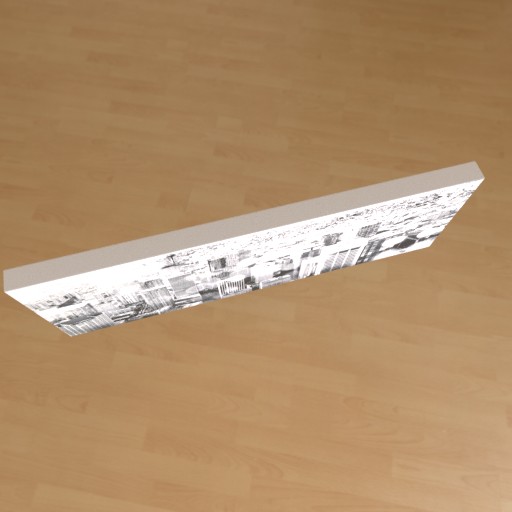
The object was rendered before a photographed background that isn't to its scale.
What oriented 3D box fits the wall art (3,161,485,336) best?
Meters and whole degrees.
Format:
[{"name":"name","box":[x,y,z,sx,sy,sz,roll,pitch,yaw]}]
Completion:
[{"name":"wall art","box":[0.000,0.000,0.805,0.763,0.255,0.038,-14,66,-6]}]
